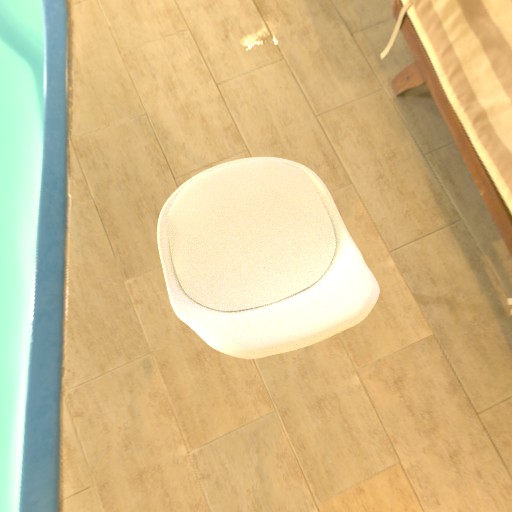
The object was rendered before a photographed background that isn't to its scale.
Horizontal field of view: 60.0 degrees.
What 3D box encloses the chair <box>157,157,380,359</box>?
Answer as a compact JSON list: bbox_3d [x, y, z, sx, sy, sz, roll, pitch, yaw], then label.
[{"bbox_3d":[0.000,0.000,1.191,0.485,0.849,0.550,-18,76,-5],"label":"chair"}]
